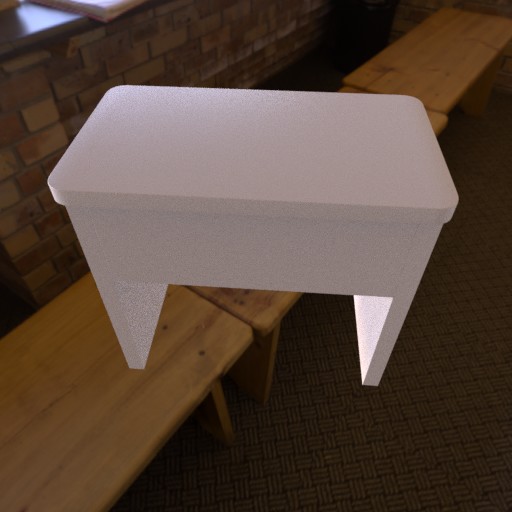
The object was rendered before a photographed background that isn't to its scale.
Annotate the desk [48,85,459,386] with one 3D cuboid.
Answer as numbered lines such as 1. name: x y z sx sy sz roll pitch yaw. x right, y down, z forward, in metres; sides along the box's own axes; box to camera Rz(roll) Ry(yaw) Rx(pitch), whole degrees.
1. desk: 0.000 0.000 1.251 0.790 0.760 0.446 3 46 3
